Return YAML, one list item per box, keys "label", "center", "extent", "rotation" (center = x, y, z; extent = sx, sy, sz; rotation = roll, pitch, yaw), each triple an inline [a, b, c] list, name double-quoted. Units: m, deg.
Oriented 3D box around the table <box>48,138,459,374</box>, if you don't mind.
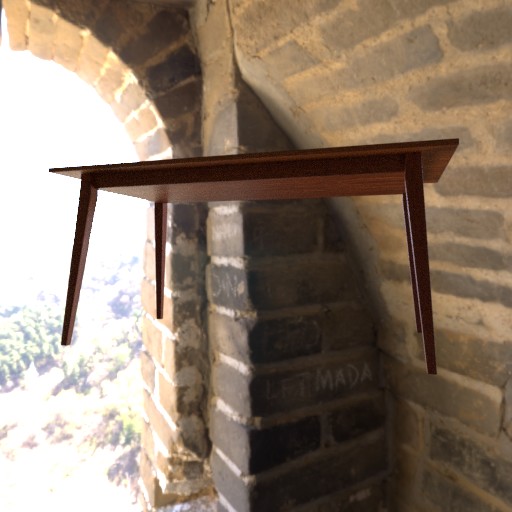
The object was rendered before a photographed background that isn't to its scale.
- label: "table"
  center: [0.000, 0.000, 2.033]
  extent: [1.609, 0.755, 0.811]
  rotation: [0, 0, 18]
